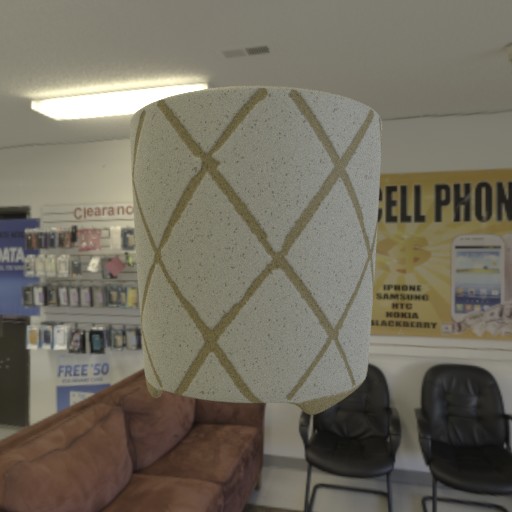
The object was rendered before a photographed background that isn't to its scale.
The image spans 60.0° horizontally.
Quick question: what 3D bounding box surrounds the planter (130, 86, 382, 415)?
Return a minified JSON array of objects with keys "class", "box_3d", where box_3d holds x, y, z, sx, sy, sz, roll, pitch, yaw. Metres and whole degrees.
[{"class":"planter","box_3d":[0.000,0.000,0.416,0.228,0.235,0.228,0,0,0]}]
